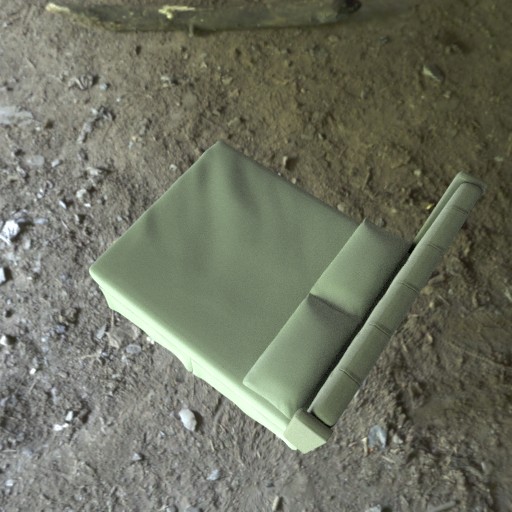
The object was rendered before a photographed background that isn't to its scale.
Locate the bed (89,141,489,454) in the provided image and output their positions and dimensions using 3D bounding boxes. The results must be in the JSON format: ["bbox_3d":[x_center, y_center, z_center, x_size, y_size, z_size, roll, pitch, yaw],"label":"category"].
[{"bbox_3d":[0.000,0.000,3.210,2.066,1.665,1.719,34,68,16],"label":"bed"}]
